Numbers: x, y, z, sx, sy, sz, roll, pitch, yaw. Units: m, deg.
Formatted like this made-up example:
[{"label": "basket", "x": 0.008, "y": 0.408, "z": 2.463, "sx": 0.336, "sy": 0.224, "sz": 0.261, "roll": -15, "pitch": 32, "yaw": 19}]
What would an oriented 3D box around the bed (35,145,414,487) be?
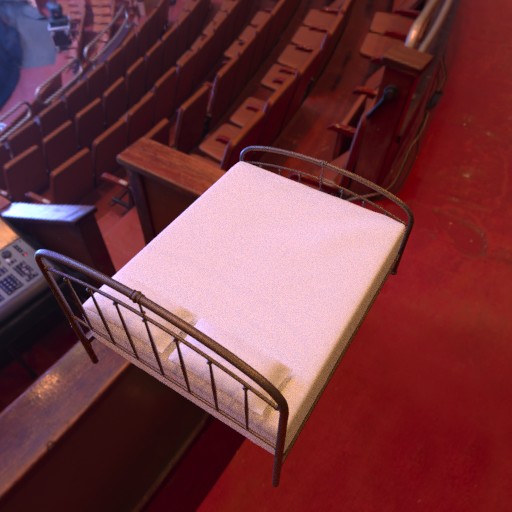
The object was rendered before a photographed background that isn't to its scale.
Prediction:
[{"label": "bed", "x": 0.000, "y": 0.000, "z": 3.226, "sx": 1.711, "sy": 1.475, "sz": 2.168, "roll": 25, "pitch": 53, "yaw": 21}]
